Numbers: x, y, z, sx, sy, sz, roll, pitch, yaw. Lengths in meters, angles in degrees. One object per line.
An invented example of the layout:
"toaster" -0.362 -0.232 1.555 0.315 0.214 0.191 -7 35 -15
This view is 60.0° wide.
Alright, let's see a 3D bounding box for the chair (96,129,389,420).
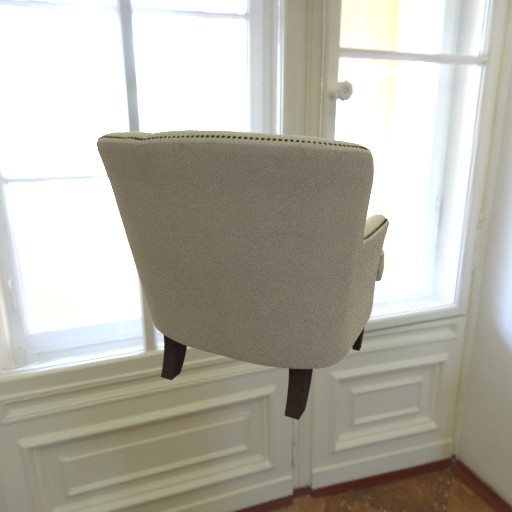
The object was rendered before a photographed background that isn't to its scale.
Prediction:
"chair" 0.000 0.000 1.565 0.848 0.868 0.906 8 19 26
